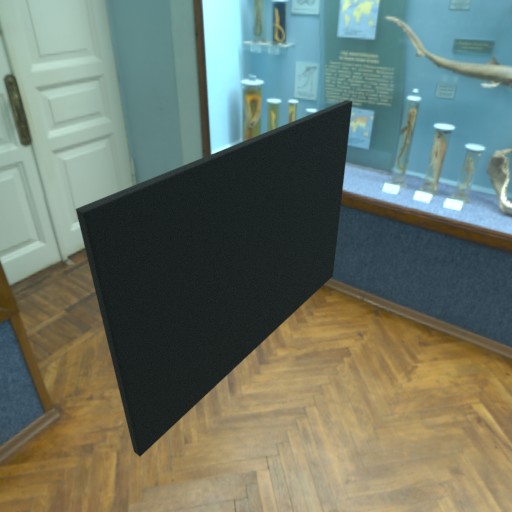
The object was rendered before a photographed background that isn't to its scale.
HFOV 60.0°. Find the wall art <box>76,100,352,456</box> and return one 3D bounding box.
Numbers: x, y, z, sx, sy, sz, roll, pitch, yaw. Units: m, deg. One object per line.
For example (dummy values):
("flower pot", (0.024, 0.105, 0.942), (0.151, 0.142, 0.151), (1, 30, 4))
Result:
("wall art", (0.000, 0.000, 1.225), (0.026, 0.656, 0.958), (22, 38, 31))
